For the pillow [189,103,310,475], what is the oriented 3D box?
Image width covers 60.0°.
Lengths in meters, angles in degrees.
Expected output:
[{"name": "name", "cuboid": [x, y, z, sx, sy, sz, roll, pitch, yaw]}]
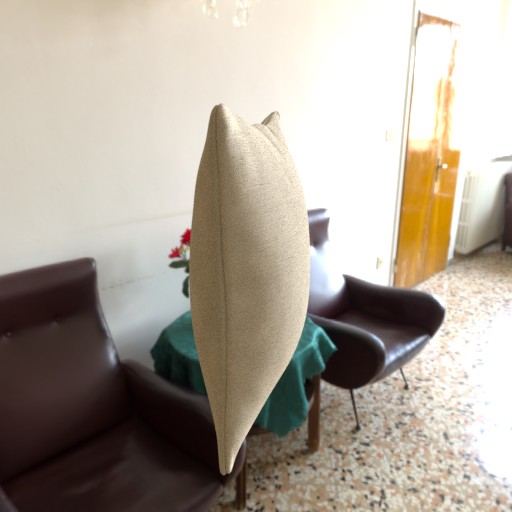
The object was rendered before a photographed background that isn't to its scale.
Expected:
[{"name": "pillow", "cuboid": [0.000, 0.000, 0.663, 0.162, 0.420, 0.437, 3, 17, 9]}]
